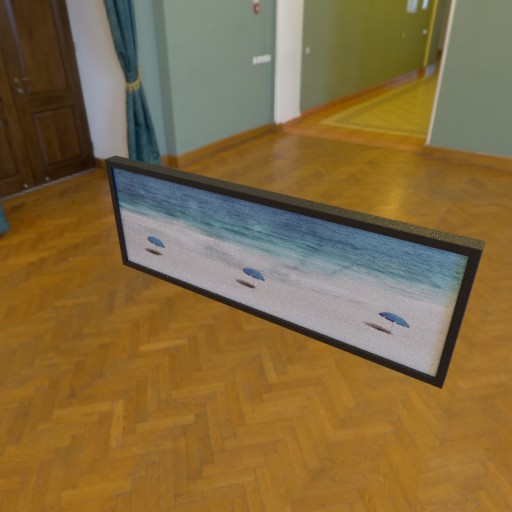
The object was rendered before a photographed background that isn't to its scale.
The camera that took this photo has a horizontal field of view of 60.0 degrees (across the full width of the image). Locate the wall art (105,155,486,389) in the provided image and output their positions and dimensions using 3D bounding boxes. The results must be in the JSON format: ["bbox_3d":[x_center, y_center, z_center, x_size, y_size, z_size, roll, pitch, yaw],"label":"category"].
[{"bbox_3d":[0.000,0.000,0.981,0.860,0.303,0.037,18,34,28],"label":"wall art"}]
